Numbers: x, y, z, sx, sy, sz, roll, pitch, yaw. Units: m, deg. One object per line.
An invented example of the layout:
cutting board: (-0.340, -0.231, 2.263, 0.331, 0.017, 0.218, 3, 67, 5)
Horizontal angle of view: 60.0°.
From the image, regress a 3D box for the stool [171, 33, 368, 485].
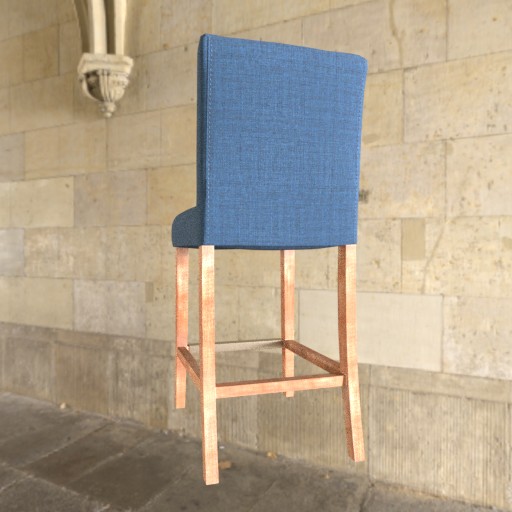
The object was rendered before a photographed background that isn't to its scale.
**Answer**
stool: (0.000, 0.000, 1.327, 0.454, 1.039, 0.567, 0, 1, -17)
